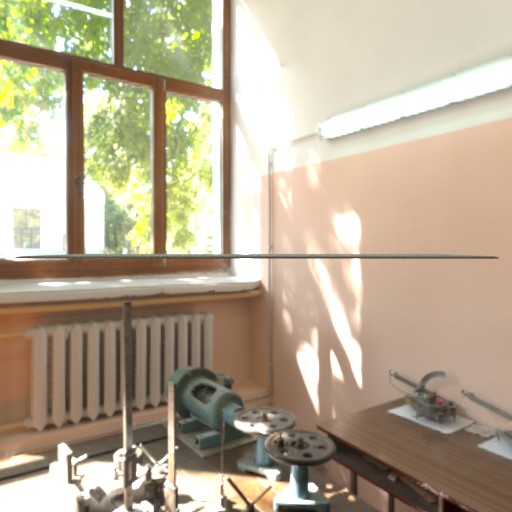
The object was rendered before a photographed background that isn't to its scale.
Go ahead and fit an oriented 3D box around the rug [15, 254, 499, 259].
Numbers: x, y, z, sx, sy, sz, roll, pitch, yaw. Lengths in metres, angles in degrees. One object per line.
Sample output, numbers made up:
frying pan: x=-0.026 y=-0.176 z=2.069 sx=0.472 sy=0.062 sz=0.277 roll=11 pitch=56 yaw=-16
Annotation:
rug: x=0.000 y=0.000 z=2.338 sx=2.196 sy=0.011 sz=0.662 roll=0 pitch=1 yaw=1
